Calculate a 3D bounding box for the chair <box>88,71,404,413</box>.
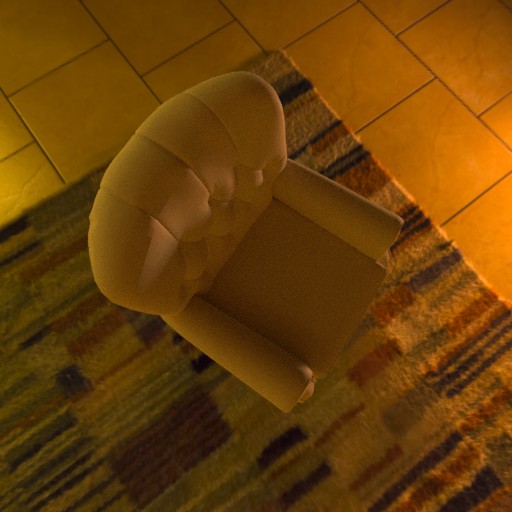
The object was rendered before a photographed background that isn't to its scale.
[{"bbox_3d":[0.000,0.000,2.047,1.132,1.169,1.035,32,77,9],"label":"chair"}]
